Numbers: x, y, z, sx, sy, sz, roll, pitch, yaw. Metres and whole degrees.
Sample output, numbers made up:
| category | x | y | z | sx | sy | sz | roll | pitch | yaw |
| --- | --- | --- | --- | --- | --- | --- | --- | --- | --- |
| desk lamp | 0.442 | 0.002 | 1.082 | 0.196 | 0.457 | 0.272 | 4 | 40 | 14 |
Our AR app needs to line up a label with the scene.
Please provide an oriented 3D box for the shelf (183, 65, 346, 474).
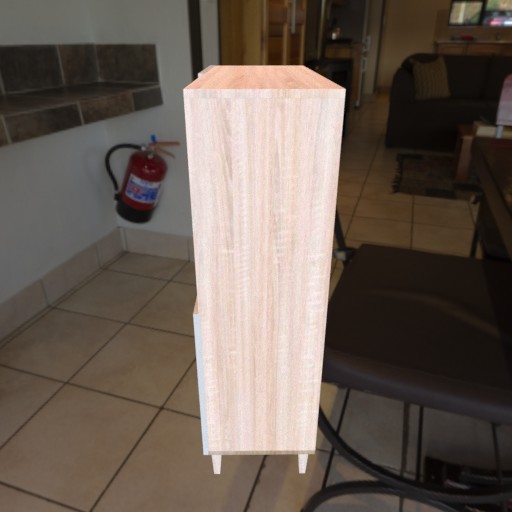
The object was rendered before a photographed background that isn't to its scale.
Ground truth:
| category | x | y | z | sx | sy | sz | roll | pitch | yaw |
| --- | --- | --- | --- | --- | --- | --- | --- | --- | --- |
| shelf | 0.000 | 0.000 | 1.841 | 0.434 | 1.405 | 0.995 | 0 | 26 | 0 |
